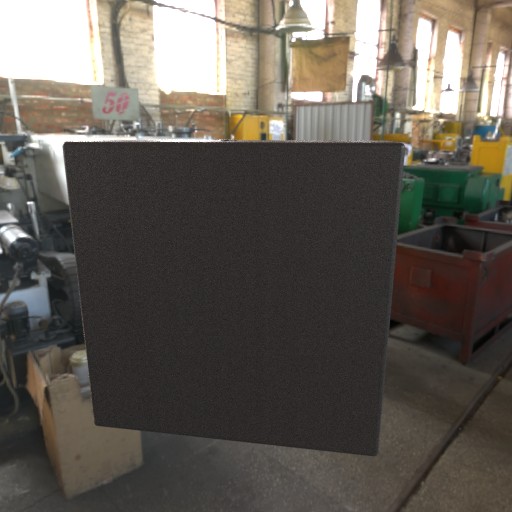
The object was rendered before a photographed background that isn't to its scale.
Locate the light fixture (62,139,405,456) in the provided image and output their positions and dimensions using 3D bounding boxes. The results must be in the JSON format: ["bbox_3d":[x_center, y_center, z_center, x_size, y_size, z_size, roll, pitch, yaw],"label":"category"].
[{"bbox_3d":[0.000,0.000,0.235,0.121,0.121,0.143,3,16,9],"label":"light fixture"}]
